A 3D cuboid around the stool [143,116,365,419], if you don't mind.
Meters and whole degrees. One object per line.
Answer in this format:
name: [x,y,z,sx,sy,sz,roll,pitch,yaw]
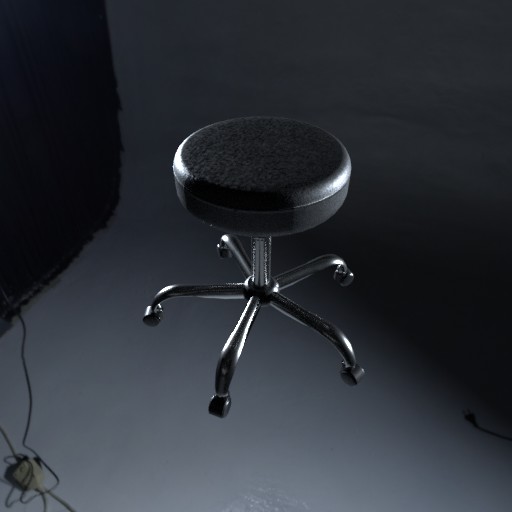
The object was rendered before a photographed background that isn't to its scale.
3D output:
stool: [0.000,0.000,1.160,0.673,0.576,0.638,12,42,14]
